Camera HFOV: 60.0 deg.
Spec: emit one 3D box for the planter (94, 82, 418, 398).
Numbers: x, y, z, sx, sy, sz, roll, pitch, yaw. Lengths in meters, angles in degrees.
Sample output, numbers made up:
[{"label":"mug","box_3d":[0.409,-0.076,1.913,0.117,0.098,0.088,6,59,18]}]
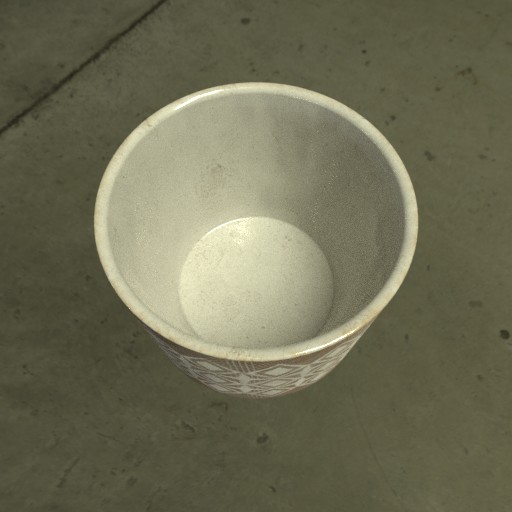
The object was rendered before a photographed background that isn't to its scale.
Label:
[{"label":"planter","box_3d":[0.000,0.000,0.221,0.126,0.104,0.126,0,65,0]}]
